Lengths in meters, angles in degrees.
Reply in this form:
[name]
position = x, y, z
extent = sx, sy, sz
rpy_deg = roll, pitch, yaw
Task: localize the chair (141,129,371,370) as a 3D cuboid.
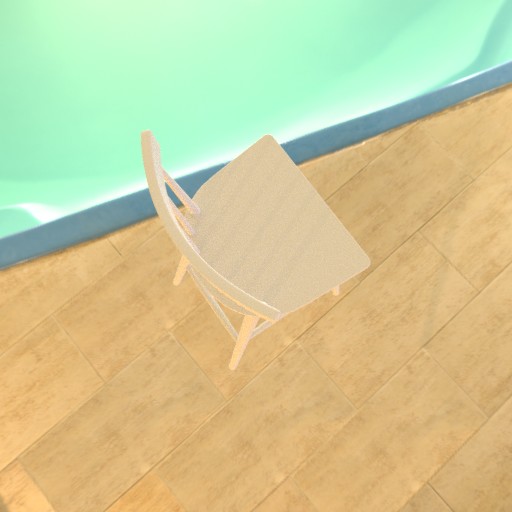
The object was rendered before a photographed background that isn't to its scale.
[chair]
position = 0.000, 0.000, 1.407
extent = 0.572, 1.092, 0.483
rpy_deg = -34, 78, -8
